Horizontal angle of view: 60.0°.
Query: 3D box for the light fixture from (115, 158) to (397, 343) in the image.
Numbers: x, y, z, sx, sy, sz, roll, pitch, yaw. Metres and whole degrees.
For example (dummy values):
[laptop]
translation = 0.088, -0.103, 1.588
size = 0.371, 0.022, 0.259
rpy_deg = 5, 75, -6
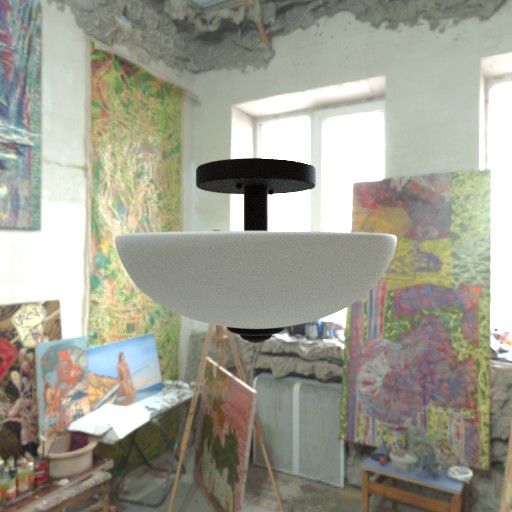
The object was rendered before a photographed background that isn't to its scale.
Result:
[light fixture]
translation = 0.000, 0.000, 0.546
size = 0.331, 0.212, 0.331
rpy_deg = 0, 1, 0
